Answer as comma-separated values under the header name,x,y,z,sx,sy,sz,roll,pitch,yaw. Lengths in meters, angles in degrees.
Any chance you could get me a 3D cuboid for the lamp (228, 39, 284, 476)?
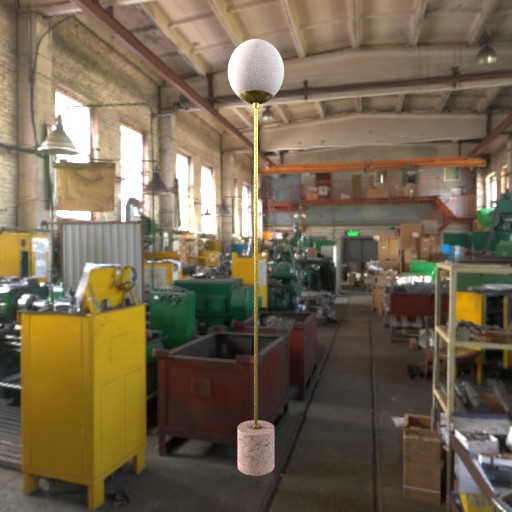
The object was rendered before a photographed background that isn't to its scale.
name,x,y,z,sx,sy,sz,roll,pitch,yaw
lamp,0.000,0.000,1.825,0.229,1.748,0.229,0,1,-19
